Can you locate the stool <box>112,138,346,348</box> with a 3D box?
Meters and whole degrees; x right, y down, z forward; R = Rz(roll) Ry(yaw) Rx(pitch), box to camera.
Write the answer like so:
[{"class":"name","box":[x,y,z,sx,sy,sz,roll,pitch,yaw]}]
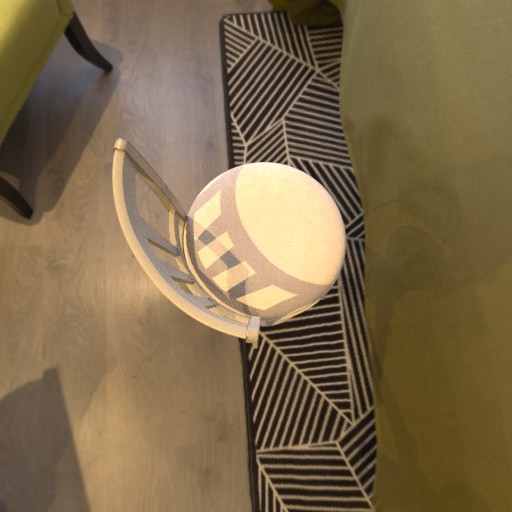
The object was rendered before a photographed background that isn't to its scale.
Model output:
[{"class":"stool","box":[0.000,0.000,1.264,0.475,1.042,0.436,-35,79,-8]}]
